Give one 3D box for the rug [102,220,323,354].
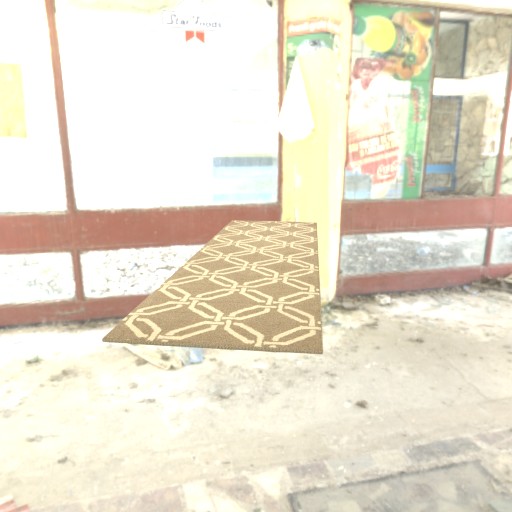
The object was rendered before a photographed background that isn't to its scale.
[{"bbox_3d":[0.000,0.000,2.419,0.678,0.014,2.276,2,14,7],"label":"rug"}]
